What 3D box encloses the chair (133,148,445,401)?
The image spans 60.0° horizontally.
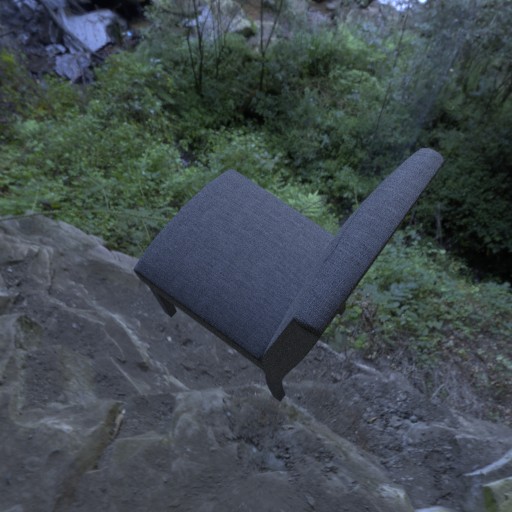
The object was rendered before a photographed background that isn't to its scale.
[{"bbox_3d":[0.000,0.000,1.214,0.580,0.917,0.451,34,69,16],"label":"chair"}]
